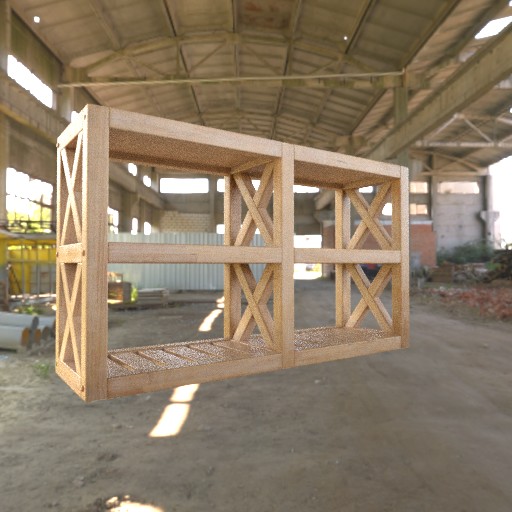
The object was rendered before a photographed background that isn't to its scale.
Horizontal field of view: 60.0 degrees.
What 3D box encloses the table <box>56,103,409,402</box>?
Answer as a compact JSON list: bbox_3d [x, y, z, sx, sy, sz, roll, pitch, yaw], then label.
[{"bbox_3d":[0.000,0.000,1.652,1.320,0.762,0.381,1,-1,-35],"label":"table"}]
